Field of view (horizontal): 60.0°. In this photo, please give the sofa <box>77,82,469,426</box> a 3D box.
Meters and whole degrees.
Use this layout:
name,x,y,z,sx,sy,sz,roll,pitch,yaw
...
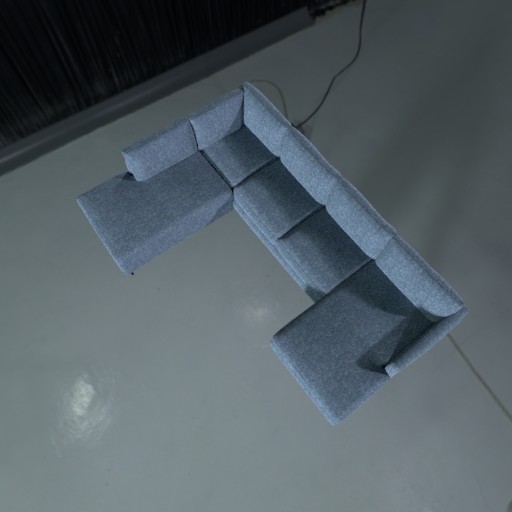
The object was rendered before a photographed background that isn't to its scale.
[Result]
name,x,y,z,sx,sy,sz,roll,pitch,yaw
sofa,0.000,0.000,3.581,1.879,0.756,2.737,-34,70,-14
